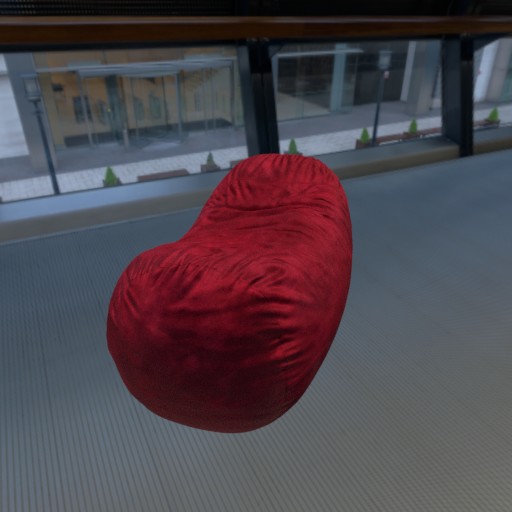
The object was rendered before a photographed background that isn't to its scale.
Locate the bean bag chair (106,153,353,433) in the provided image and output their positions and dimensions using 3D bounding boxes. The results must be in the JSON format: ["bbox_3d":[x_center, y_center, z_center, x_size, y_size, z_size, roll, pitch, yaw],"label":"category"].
[{"bbox_3d":[0.000,0.000,2.838,1.216,0.867,2.293,9,32,15],"label":"bean bag chair"}]
